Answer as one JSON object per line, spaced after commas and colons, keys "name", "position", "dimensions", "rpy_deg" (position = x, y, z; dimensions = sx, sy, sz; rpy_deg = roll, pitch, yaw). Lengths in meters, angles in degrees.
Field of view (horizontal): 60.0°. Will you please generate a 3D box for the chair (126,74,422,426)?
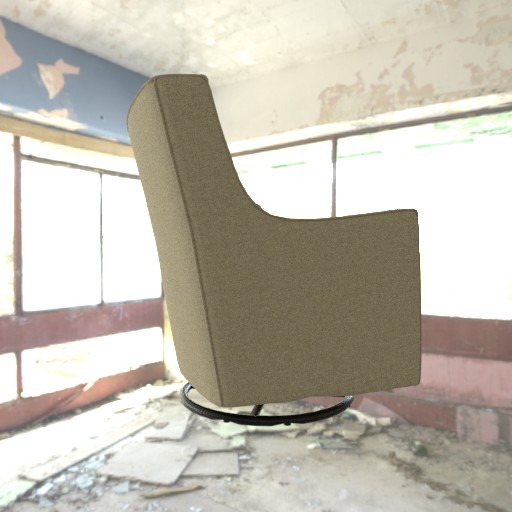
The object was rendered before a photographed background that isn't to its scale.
{"name": "chair", "position": [0.000, 0.000, 1.572], "dimensions": [0.879, 0.993, 0.732], "rpy_deg": [0, 0, -20]}
